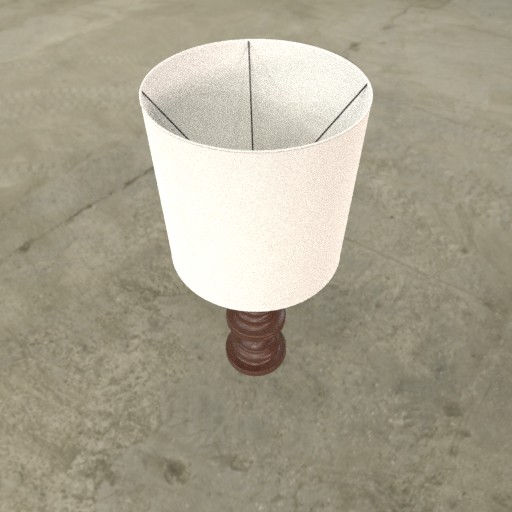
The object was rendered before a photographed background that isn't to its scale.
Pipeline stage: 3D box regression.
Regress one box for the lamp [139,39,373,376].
[{"bbox_3d":[0.000,0.000,0.568,0.208,0.455,0.208,-18,50,-16],"label":"lamp"}]
